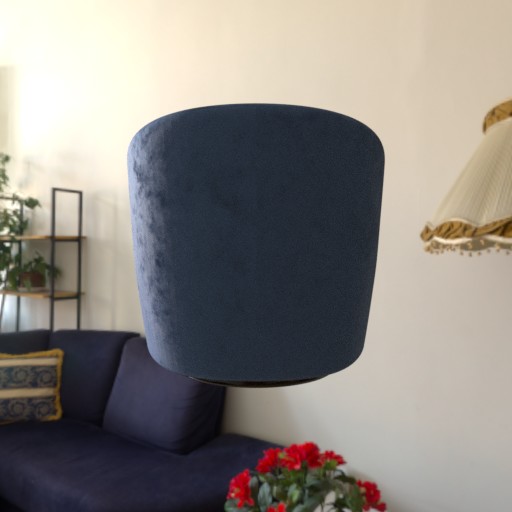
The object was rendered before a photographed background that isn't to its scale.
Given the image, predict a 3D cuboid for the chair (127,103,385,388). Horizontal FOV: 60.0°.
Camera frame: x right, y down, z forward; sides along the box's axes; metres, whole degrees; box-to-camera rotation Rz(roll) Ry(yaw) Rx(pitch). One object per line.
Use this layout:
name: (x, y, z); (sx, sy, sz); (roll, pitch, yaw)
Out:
chair: (0.000, 0.000, 1.349); (0.773, 0.698, 0.767); (0, 1, 0)
